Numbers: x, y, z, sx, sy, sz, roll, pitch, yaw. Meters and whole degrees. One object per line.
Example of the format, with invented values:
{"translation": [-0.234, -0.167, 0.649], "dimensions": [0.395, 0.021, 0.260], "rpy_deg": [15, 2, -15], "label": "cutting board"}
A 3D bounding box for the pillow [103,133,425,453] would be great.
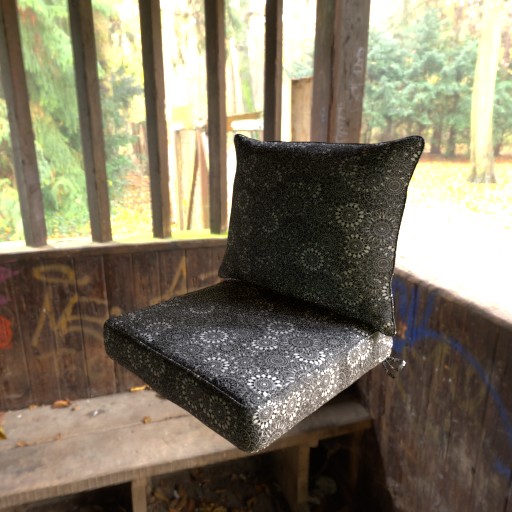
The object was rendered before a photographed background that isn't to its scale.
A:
{"translation": [0.000, 0.000, 1.372], "dimensions": [0.798, 0.722, 0.740], "rpy_deg": [15, 22, 42], "label": "pillow"}
